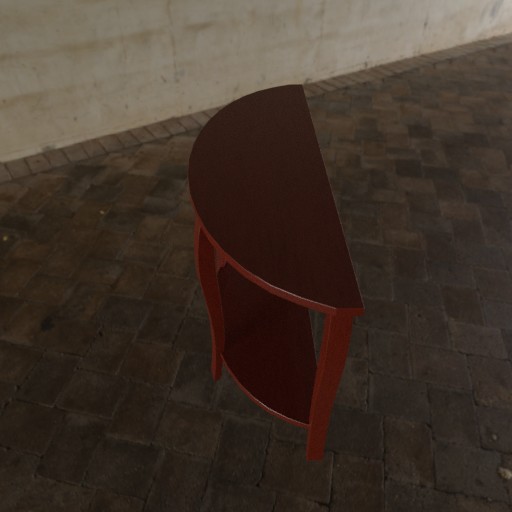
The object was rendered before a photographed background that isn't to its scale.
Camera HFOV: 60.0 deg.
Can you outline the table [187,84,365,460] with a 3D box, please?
[{"bbox_3d":[0.000,0.000,1.591,0.405,0.779,1.219,-1,41,-1],"label":"table"}]
